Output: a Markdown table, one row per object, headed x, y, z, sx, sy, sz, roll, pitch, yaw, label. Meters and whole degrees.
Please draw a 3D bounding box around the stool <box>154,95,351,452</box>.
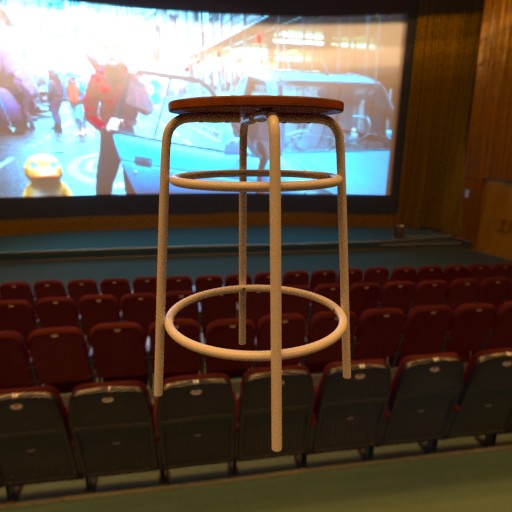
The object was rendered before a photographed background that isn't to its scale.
| x | y | z | sx | sy | sz | roll | pitch | yaw | label |
| --- | --- | --- | --- | --- | --- | --- | --- | --- | --- |
| 0.000 | 0.000 | 0.935 | 0.455 | 0.610 | 0.455 | -3 | 15 | -10 | stool |
